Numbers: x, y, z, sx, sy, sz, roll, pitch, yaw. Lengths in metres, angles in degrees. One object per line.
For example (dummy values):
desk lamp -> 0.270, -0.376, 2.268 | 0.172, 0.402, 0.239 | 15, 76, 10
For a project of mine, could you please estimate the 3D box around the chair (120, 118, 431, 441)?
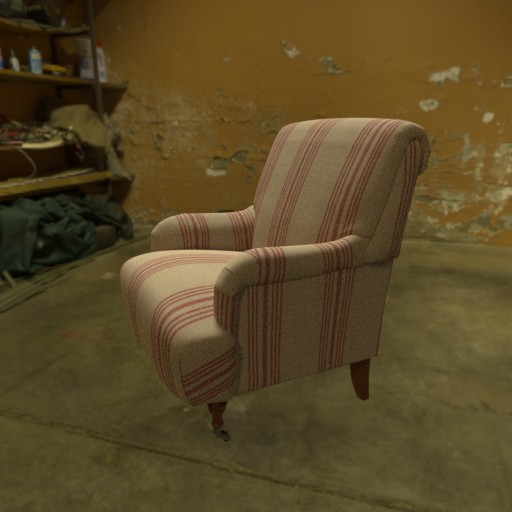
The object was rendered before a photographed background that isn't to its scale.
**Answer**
chair -> 0.000, 0.000, 1.875 | 1.058, 1.123, 0.933 | -8, 17, -26
